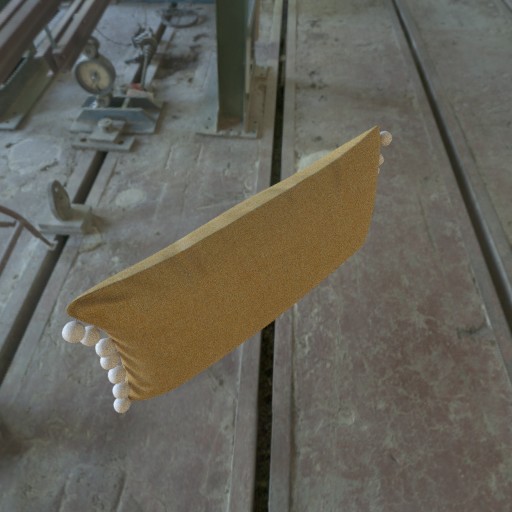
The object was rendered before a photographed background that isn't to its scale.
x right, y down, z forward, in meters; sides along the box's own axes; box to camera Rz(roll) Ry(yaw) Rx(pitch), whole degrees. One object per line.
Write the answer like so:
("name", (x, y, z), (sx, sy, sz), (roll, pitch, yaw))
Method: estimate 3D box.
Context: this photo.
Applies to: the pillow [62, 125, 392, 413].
("pillow", (0.000, 0.000, 0.838), (0.709, 0.322, 0.201), (-34, 57, -26))
